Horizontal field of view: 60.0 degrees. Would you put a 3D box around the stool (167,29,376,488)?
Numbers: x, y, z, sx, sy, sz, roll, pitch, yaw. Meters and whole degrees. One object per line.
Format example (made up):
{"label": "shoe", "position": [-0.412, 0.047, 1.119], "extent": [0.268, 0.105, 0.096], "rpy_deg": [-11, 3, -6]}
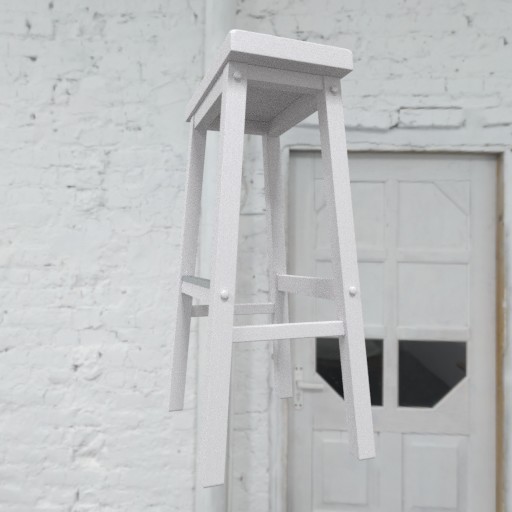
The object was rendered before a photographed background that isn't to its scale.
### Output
{"label": "stool", "position": [0.000, 0.000, 0.950], "extent": [0.322, 0.742, 0.406], "rpy_deg": [0, 0, -19]}
